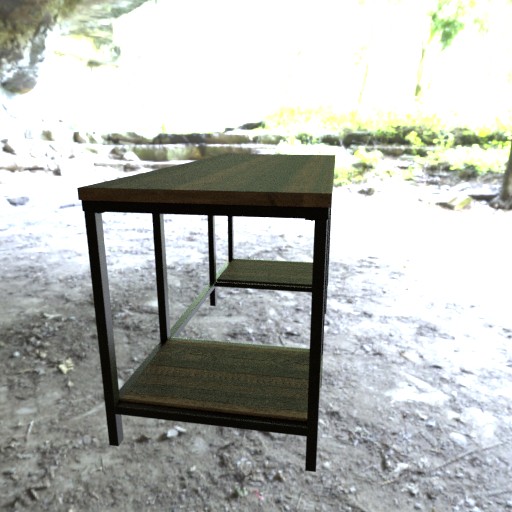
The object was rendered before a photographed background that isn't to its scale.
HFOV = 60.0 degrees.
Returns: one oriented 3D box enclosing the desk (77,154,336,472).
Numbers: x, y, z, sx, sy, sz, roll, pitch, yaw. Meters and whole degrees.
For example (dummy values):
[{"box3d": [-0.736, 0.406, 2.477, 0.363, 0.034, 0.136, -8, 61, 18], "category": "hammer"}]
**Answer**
[{"box3d": [0.000, 0.000, 1.866, 0.617, 0.753, 1.538, 3, 16, 10], "category": "desk"}]
